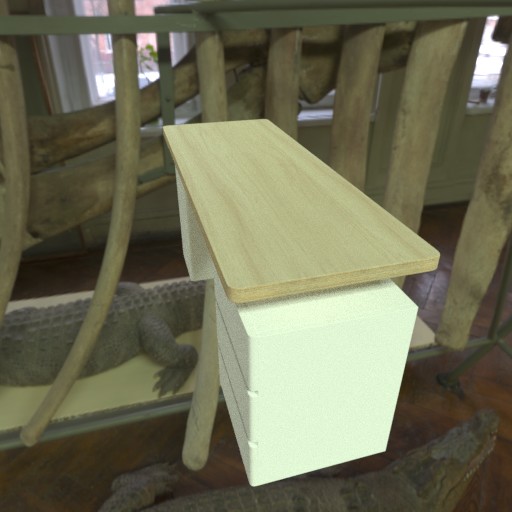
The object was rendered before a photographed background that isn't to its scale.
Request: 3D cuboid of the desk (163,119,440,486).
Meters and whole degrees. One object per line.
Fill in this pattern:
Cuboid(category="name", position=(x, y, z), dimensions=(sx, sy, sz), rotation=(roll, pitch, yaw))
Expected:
Cuboid(category="desk", position=(0.000, 0.000, 1.851), dimensions=(0.550, 0.755, 1.500), rotation=(-8, 31, -14))
